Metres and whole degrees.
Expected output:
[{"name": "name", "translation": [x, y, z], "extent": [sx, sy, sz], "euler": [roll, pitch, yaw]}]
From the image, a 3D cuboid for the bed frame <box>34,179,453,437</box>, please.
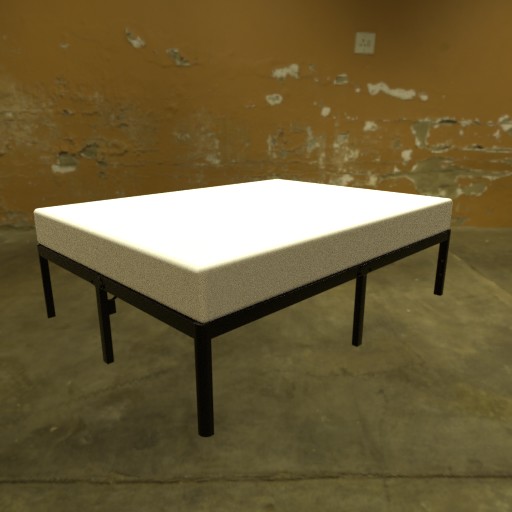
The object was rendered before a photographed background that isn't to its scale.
[{"name": "bed frame", "translation": [0.000, 0.000, 2.754], "extent": [2.072, 0.659, 1.557], "euler": [-16, 23, -42]}]
